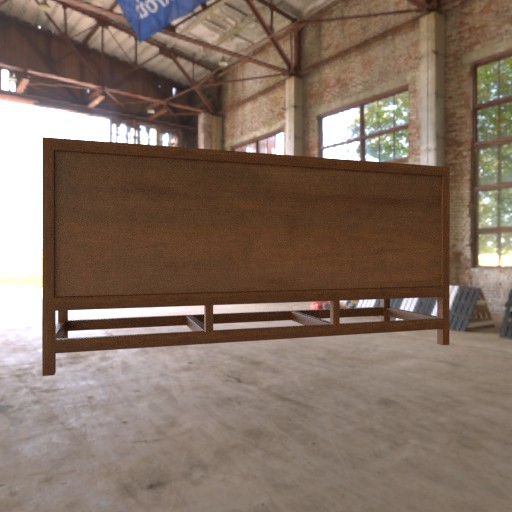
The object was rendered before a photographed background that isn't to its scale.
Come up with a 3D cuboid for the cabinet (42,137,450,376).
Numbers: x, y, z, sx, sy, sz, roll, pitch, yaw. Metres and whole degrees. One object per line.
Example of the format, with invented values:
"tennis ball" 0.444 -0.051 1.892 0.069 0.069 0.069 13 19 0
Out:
"cabinet" 0.000 0.000 2.028 1.708 0.820 0.522 0 0 -18
